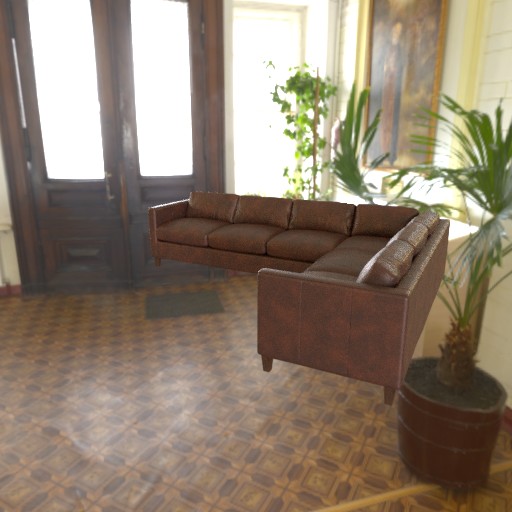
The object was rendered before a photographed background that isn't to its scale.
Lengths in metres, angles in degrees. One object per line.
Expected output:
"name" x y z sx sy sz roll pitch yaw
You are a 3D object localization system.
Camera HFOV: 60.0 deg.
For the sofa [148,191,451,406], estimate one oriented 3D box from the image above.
"sofa" 0.000 0.000 4.189 3.152 0.836 2.438 8 18 27
